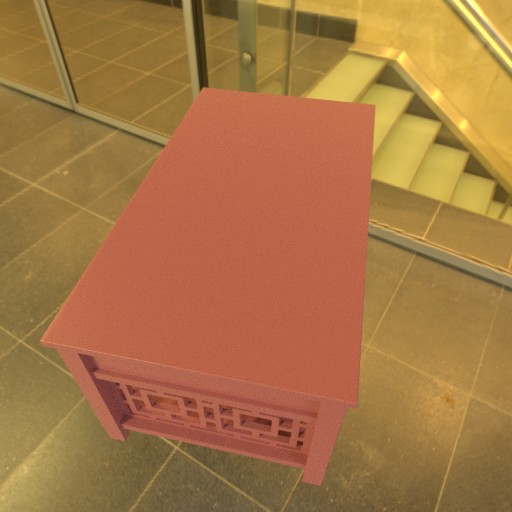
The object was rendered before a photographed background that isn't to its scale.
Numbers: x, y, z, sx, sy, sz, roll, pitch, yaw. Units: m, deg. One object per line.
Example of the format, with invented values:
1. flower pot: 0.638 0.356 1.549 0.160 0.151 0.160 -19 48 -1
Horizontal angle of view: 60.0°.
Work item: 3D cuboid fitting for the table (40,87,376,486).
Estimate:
1. table: 0.000 0.000 1.337 0.612 0.493 1.068 9 47 8
